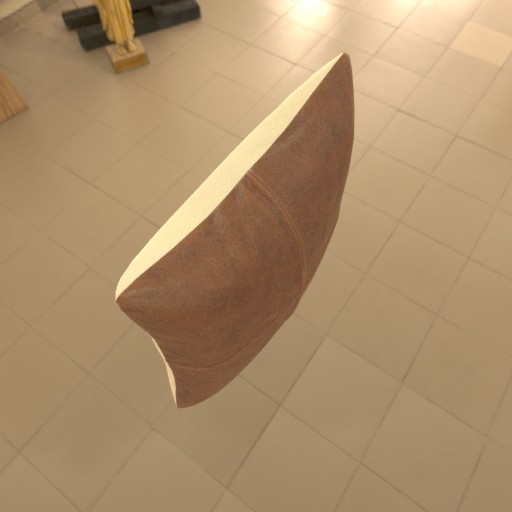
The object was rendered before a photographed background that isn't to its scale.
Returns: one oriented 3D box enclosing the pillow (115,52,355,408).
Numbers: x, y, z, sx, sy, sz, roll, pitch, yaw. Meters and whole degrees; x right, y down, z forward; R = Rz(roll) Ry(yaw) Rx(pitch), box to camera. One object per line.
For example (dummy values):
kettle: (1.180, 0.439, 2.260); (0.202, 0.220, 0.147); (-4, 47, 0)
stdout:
pillow: (0.000, 0.000, 0.723); (0.192, 0.470, 0.484); (31, 64, 17)
